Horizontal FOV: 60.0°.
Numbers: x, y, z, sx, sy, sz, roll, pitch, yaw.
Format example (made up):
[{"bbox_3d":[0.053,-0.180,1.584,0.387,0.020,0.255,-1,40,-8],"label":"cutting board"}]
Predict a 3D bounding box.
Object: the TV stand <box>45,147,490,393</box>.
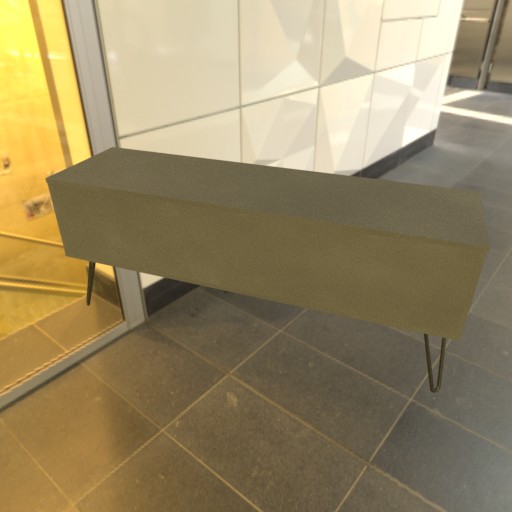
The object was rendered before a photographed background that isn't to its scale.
[{"bbox_3d":[0.000,0.000,1.625,1.400,0.560,0.400,11,32,17],"label":"TV stand"}]
